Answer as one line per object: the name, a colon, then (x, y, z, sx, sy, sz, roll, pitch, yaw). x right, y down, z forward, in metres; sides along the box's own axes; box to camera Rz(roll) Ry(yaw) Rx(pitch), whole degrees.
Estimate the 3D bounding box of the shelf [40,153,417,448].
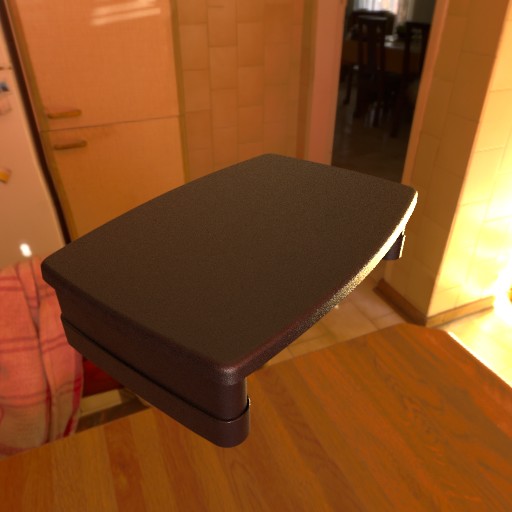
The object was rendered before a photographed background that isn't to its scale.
shelf: (0.000, 0.000, 0.527, 0.280, 0.100, 0.410, 21, 38, 30)
